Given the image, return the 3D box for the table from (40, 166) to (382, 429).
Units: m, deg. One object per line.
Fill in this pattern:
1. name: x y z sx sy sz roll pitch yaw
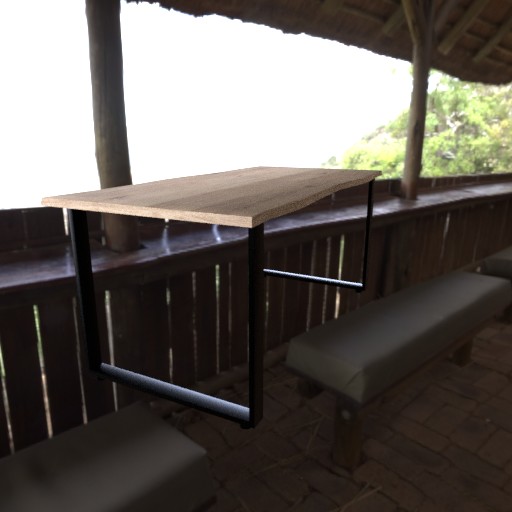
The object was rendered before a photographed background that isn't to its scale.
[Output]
1. table: 0.000 0.000 2.307 0.900 0.780 1.800 8 17 26
